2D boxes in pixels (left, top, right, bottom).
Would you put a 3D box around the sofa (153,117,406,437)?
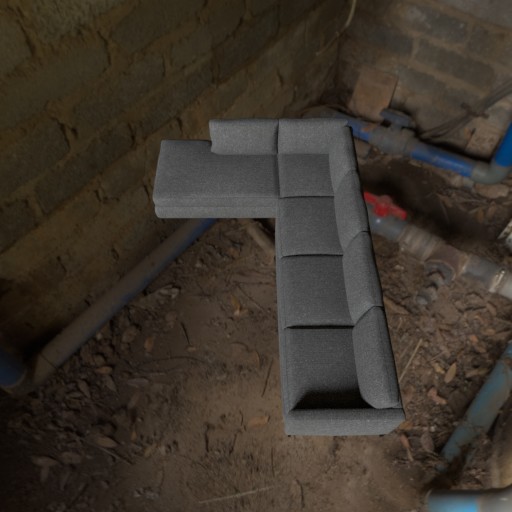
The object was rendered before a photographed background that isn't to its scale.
[{"bbox_3d":[0.000,0.000,3.916,2.007,0.815,2.949,0,57,0],"label":"sofa"}]
